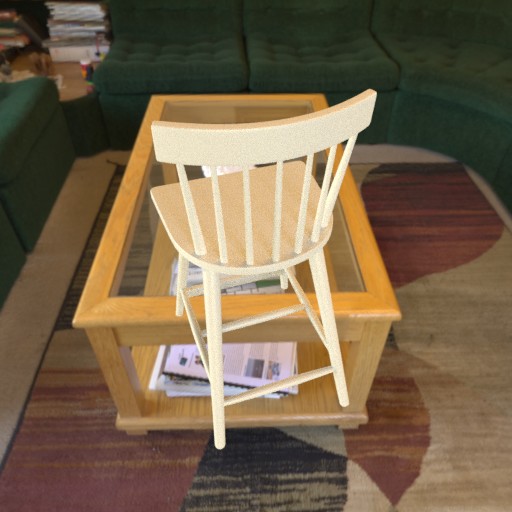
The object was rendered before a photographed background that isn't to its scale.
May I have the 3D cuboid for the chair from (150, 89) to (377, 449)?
[{"bbox_3d":[0.000,0.000,1.255,0.483,0.952,0.572,-13,44,-14],"label":"chair"}]
